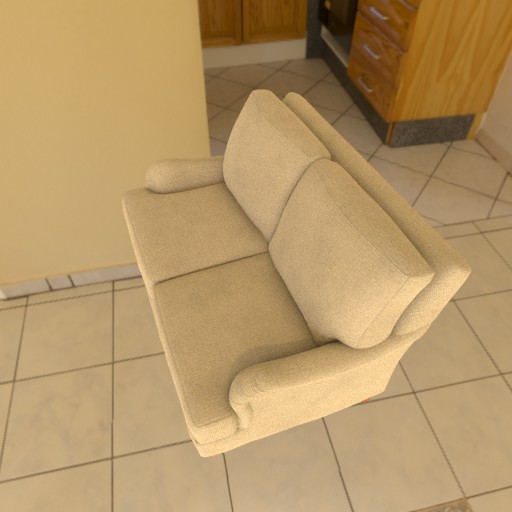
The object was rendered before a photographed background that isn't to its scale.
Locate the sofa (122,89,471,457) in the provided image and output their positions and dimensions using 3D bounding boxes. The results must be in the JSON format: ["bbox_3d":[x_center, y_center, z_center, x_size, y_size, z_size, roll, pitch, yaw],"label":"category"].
[{"bbox_3d":[0.000,0.000,2.157,1.087,0.999,1.480,-16,49,-15],"label":"sofa"}]
